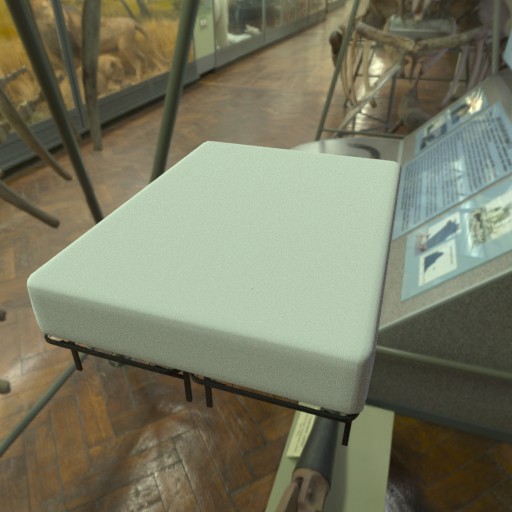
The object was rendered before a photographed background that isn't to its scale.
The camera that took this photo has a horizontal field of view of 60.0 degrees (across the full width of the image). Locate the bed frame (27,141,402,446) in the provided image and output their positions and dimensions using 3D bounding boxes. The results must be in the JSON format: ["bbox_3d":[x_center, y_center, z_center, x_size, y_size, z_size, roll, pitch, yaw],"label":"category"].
[{"bbox_3d":[0.000,0.000,2.715,1.528,0.677,2.037,10,34,15],"label":"bed frame"}]
